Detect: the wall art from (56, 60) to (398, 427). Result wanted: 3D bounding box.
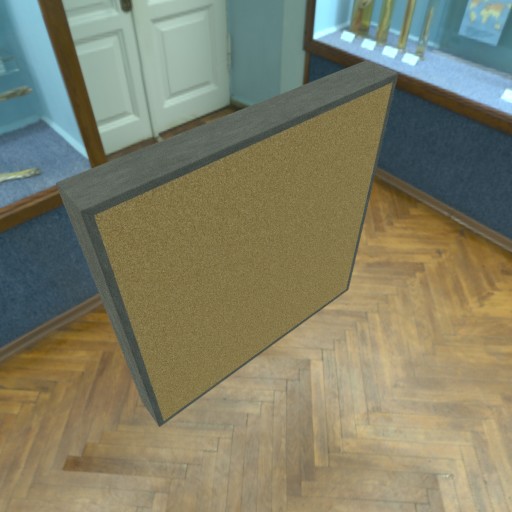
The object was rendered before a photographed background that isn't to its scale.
[{"bbox_3d":[0.000,0.000,0.449,0.303,0.302,0.038,-31,53,-27],"label":"wall art"}]
